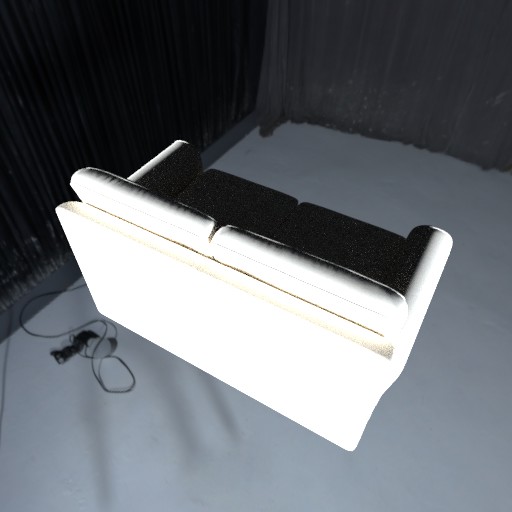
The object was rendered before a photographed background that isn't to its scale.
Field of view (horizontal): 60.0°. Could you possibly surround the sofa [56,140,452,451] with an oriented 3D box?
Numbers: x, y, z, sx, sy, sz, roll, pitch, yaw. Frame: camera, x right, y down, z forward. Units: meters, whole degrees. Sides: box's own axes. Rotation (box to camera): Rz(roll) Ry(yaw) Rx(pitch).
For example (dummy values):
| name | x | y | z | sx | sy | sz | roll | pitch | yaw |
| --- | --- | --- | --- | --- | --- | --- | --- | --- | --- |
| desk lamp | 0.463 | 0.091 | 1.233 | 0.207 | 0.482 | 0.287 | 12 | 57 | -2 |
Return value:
| name | x | y | z | sx | sy | sz | roll | pitch | yaw |
| --- | --- | --- | --- | --- | --- | --- | --- | --- | --- |
| sofa | 0.000 | 0.000 | 2.321 | 1.727 | 0.940 | 0.991 | 23 | 51 | 21 |
